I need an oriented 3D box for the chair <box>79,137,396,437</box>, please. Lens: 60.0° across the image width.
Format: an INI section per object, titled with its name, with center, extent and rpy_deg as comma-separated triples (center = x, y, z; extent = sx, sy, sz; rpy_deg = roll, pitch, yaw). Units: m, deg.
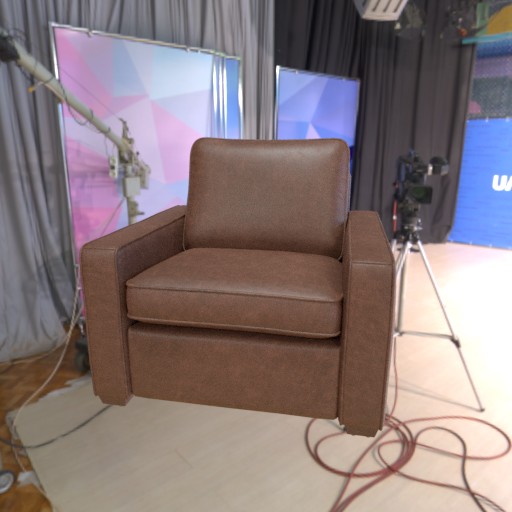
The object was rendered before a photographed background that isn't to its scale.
[chair]
center = 0.000, 0.000, 1.781
extent = 1.017, 0.919, 0.940
rpy_deg = 3, 16, 11
